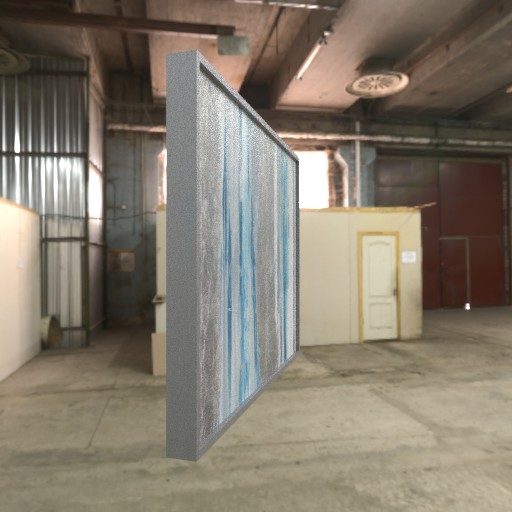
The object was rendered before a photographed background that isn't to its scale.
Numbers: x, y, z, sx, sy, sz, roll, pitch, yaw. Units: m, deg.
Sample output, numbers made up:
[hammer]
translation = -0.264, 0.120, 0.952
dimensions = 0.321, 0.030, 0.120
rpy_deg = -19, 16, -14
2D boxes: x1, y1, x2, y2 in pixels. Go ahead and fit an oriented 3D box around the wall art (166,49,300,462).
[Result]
[wall art]
translation = 0.000, 0.000, 0.755
dimensions = 0.037, 0.450, 0.557
rpy_deg = 0, 0, 17
